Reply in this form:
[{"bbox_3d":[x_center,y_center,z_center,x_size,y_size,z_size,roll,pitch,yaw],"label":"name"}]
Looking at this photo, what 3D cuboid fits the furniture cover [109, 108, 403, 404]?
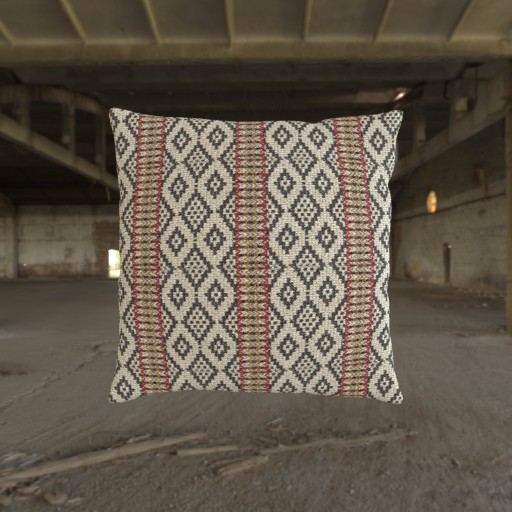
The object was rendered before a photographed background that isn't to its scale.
[{"bbox_3d":[0.000,0.000,0.763,0.503,0.506,0.182,0,0,0],"label":"furniture cover"}]
